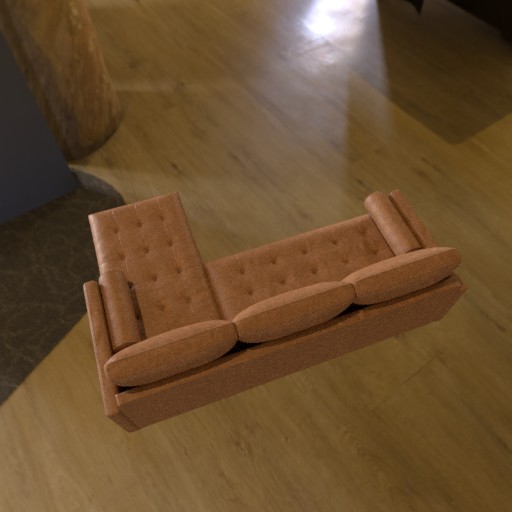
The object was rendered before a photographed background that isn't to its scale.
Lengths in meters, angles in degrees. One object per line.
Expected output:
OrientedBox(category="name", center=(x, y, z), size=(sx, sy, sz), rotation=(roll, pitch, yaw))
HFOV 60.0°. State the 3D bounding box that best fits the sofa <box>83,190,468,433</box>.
OrientedBox(category="sofa", center=(0.000, 0.000, 2.963), size=(2.178, 0.876, 1.506), rotation=(-17, 59, -11))
